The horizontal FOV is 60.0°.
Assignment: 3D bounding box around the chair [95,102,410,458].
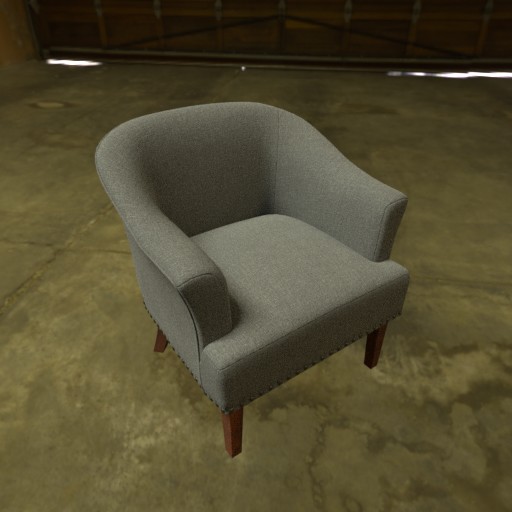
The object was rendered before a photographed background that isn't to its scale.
[{"bbox_3d":[0.000,0.000,1.422,0.798,0.815,0.704,-21,37,-30],"label":"chair"}]
